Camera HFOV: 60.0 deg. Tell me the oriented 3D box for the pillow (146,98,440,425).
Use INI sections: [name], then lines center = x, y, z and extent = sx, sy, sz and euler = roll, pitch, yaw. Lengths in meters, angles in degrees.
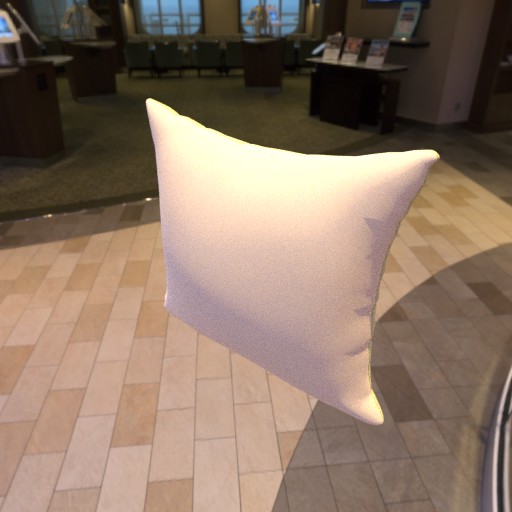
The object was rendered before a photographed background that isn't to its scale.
[pillow]
center = 0.000, 0.000, 0.796
extent = 0.560, 0.487, 0.229
euler = 21, 36, 33
